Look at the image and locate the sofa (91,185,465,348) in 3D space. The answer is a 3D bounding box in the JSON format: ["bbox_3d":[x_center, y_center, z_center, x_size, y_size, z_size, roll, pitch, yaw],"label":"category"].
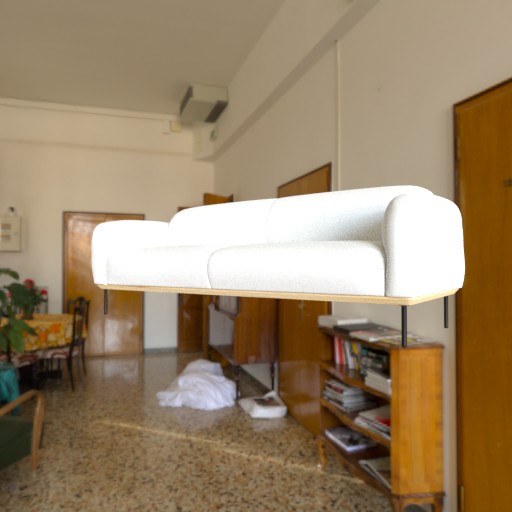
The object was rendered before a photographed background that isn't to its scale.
[{"bbox_3d":[0.000,0.000,2.691,2.257,0.780,0.880,-1,-1,36],"label":"sofa"}]
